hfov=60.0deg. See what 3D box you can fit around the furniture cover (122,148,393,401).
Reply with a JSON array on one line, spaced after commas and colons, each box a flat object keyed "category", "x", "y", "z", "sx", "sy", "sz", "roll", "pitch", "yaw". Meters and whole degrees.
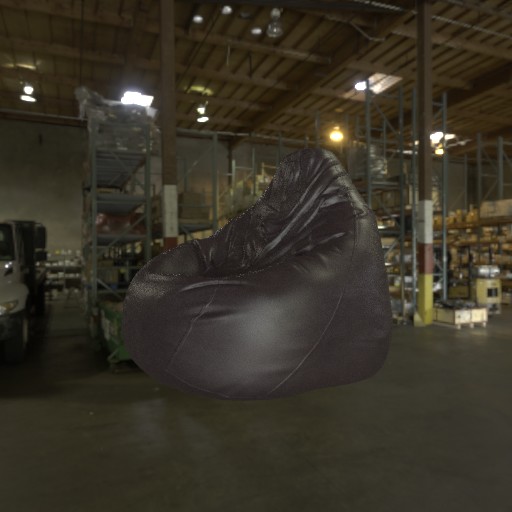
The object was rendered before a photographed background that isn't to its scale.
[{"category": "furniture cover", "x": 0.000, "y": 0.000, "z": 1.914, "sx": 1.070, "sy": 0.990, "sz": 1.070, "roll": 0, "pitch": 0, "yaw": -36}]
